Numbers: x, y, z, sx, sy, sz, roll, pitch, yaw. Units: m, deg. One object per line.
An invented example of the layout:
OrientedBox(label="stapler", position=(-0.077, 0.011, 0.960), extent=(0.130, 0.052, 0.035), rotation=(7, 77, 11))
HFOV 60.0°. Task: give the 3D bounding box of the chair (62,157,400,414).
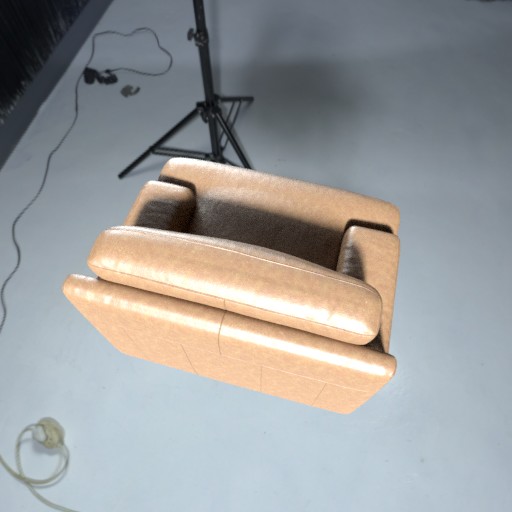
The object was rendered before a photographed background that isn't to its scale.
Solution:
OrientedBox(label="chair", position=(0.000, 0.000, 2.044), extent=(1.276, 0.978, 1.050), rotation=(13, 63, 7))
